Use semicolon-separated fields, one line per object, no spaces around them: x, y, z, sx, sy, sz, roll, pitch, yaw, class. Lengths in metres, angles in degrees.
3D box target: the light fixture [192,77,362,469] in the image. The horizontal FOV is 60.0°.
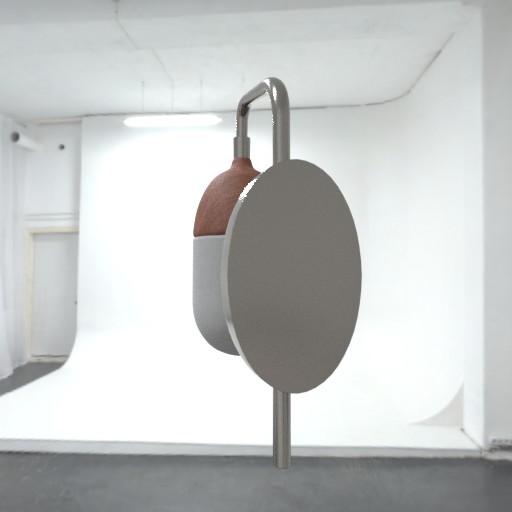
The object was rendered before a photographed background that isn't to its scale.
0.000;0.000;0.434;0.108;0.343;0.216;0;-1;-17;light fixture
